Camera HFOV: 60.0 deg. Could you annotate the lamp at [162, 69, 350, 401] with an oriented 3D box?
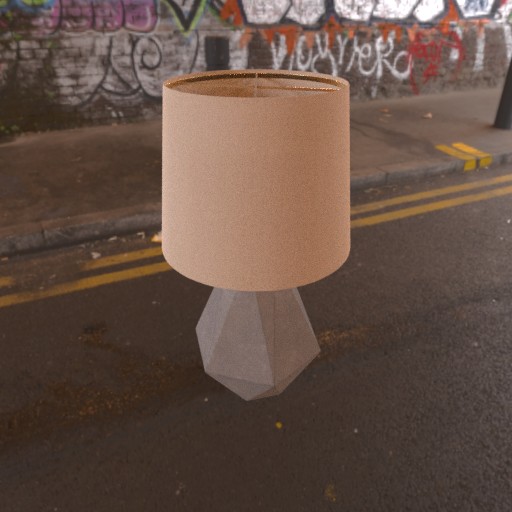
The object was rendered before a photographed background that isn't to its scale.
[{"bbox_3d":[0.000,0.000,0.675,0.276,0.501,0.276,0,30,0],"label":"lamp"}]
